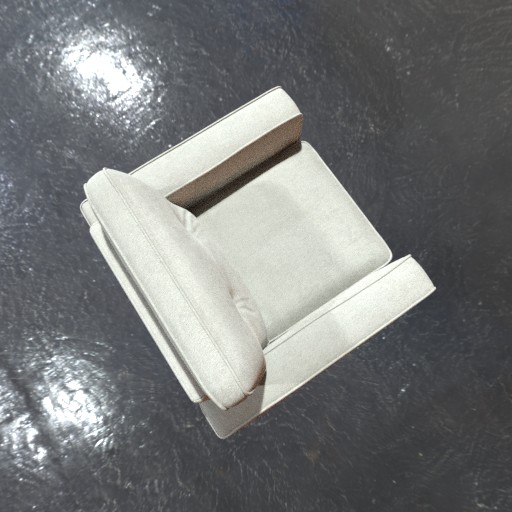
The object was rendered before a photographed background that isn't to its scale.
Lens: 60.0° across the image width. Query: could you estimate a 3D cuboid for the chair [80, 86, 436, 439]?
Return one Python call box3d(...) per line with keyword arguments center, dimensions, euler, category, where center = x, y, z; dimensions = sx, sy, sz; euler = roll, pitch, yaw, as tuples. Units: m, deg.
box3d(center=(0.000, 0.000, 1.772), dimensions=(0.939, 0.965, 1.015), euler=(-33, 79, -7), category="chair")
